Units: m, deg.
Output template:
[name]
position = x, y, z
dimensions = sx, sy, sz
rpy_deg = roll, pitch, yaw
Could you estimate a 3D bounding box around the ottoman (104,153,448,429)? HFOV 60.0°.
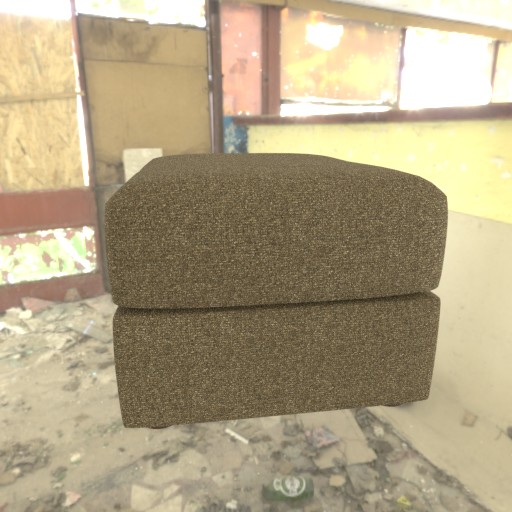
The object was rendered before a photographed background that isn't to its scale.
[ottoman]
position = 0.000, 0.000, 1.096
dimensions = 0.598, 0.476, 0.742
rpy_deg = -2, 16, -8
